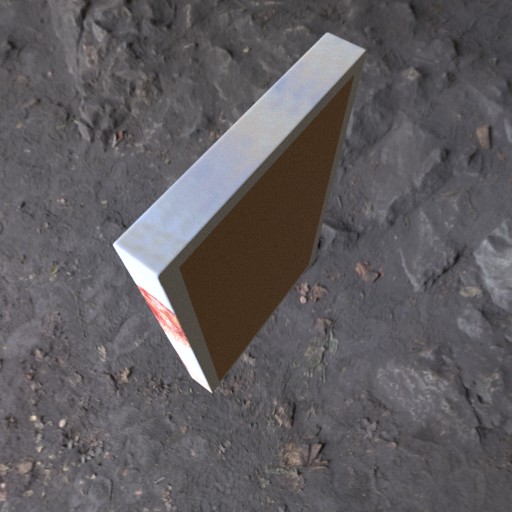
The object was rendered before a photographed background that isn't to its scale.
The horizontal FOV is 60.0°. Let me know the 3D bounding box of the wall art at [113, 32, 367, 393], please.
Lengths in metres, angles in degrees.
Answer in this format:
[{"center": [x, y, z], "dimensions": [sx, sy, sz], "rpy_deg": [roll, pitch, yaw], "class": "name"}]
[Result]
[{"center": [0.000, 0.000, 0.485], "dimensions": [0.039, 0.380, 0.251], "rpy_deg": [33, 67, 16], "class": "wall art"}]
